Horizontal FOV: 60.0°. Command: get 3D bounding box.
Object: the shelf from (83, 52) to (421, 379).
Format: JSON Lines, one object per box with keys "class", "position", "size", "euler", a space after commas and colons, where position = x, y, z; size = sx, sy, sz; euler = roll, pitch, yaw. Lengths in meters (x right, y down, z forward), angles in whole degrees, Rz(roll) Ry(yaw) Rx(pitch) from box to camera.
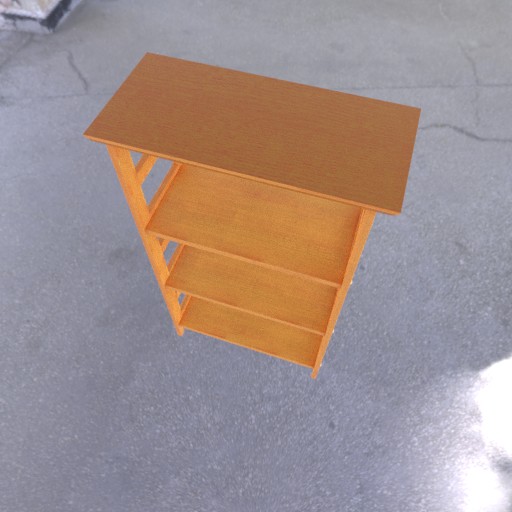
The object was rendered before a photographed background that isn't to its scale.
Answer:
{"class": "shelf", "position": [0.000, 0.000, 1.395], "size": [0.660, 1.067, 0.305], "euler": [16, 59, 10]}
